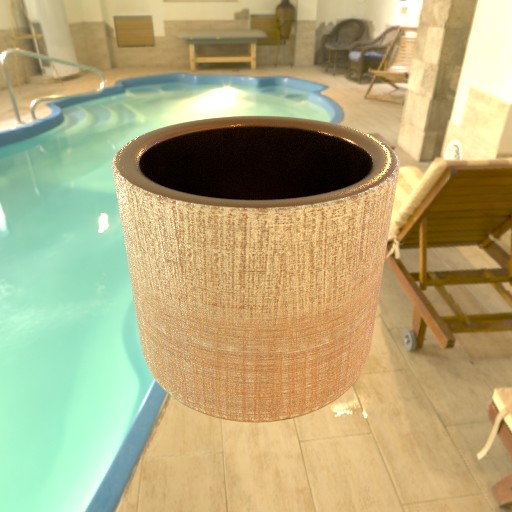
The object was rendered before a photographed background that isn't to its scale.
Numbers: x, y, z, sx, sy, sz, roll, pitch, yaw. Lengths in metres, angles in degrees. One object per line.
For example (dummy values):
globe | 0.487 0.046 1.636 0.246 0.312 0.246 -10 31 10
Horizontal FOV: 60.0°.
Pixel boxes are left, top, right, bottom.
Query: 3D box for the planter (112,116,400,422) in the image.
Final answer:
planter | 0.000 0.000 0.194 0.109 0.096 0.109 0 31 0
